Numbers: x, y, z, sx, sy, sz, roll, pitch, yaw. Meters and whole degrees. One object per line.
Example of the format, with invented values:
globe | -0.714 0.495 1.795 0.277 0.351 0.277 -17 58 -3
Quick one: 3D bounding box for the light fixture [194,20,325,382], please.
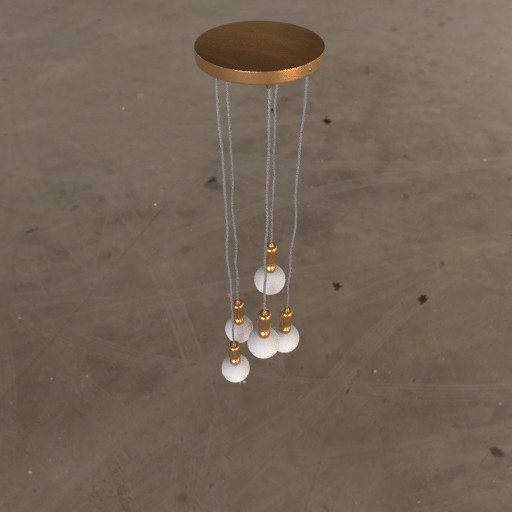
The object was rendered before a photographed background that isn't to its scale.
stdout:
light fixture | 0.000 0.000 0.493 0.105 0.457 0.108 34 55 28
